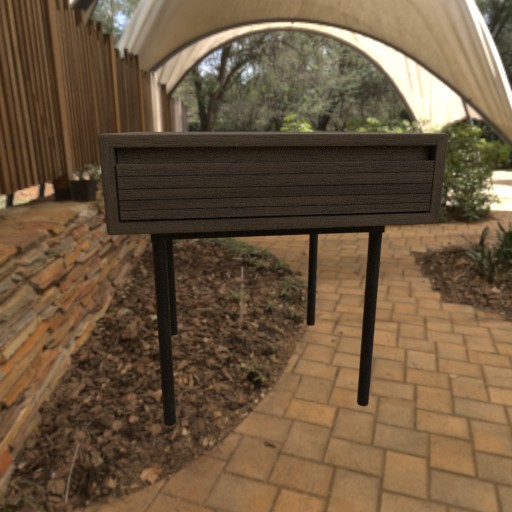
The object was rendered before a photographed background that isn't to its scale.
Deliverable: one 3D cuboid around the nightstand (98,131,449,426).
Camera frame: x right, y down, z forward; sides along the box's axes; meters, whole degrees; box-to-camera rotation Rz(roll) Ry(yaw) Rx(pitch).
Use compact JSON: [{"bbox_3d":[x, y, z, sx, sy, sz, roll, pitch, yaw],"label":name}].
[{"bbox_3d":[0.000,0.000,0.925,0.502,0.497,0.503,-3,16,-9],"label":"nightstand"}]
